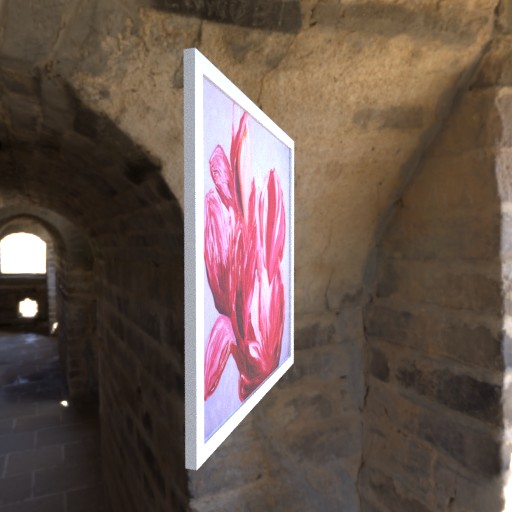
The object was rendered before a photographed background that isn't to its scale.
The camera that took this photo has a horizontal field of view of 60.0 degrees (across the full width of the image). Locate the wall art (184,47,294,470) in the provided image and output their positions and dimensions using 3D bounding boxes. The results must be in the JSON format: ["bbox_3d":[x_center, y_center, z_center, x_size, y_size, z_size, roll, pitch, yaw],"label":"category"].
[{"bbox_3d":[0.000,0.000,1.010,0.020,0.661,0.664,1,2,18],"label":"wall art"}]
